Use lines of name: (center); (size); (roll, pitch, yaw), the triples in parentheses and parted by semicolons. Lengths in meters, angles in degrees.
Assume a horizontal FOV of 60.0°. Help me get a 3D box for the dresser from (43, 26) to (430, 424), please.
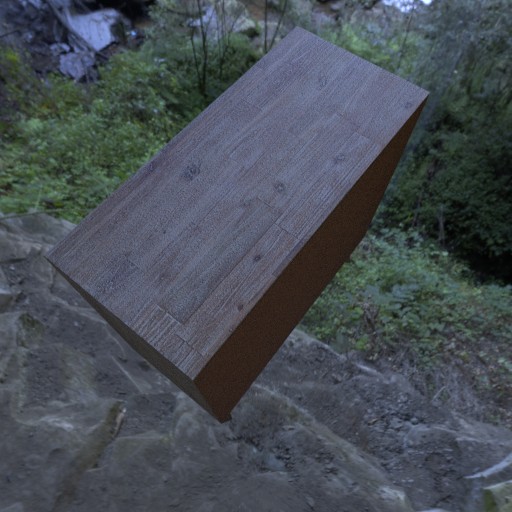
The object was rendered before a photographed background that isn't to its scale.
dresser: (0.000, 0.000, 1.583); (0.455, 1.029, 0.998); (35, 69, 16)
